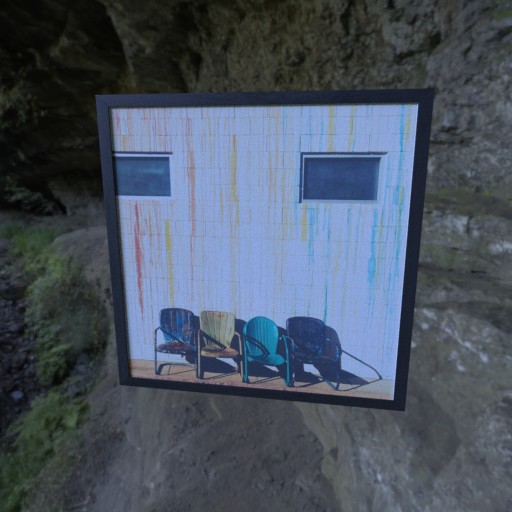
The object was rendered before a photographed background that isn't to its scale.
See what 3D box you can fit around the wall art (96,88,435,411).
[{"bbox_3d":[0.000,0.000,1.097,0.763,0.763,0.039,2,14,9],"label":"wall art"}]
